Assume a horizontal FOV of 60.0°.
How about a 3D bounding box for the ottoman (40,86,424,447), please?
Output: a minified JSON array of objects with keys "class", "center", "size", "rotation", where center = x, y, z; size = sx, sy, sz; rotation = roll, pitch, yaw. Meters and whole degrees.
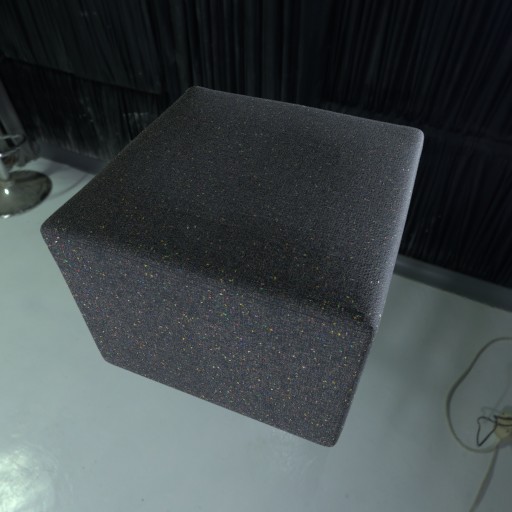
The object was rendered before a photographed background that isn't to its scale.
[{"class":"ottoman","center":[0.000,0.000,0.883],"size":[0.508,0.432,0.508],"rotation":[16,49,15]}]
